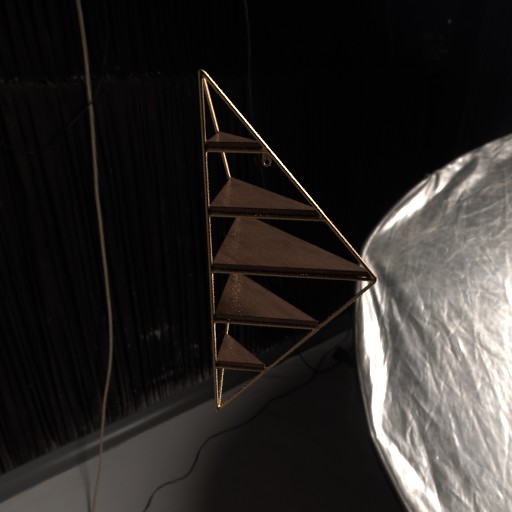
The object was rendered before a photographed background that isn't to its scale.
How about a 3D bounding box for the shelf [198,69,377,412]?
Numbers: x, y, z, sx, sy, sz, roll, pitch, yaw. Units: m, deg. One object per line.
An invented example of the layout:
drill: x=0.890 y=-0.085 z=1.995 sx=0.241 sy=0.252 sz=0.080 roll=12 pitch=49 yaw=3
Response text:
shelf: x=0.000 y=0.000 z=1.167 sx=0.294 sy=0.913 sz=0.564 roll=-18 pitch=31 yaw=-33
